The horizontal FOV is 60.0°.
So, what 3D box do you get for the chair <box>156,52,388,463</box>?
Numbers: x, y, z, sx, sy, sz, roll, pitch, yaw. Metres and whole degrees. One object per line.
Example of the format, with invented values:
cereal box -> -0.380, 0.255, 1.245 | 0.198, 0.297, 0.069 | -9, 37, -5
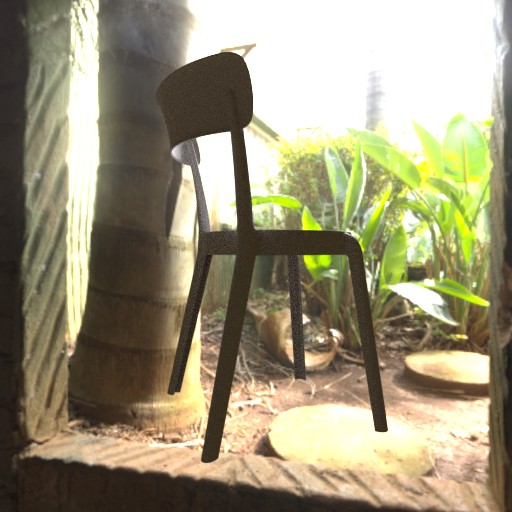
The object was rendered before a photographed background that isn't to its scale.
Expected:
chair -> 0.000, 0.000, 1.125 | 0.491, 0.790, 0.506 | 0, 1, -20
